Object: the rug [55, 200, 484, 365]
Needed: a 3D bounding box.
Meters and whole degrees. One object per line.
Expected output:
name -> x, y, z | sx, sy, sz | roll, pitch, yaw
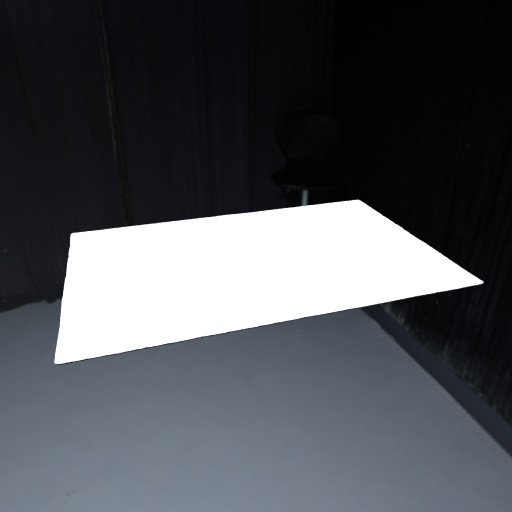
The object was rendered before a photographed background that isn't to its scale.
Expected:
rug -> 0.000, 0.000, 3.021 | 2.442, 0.010, 1.546 | -8, 28, -16
